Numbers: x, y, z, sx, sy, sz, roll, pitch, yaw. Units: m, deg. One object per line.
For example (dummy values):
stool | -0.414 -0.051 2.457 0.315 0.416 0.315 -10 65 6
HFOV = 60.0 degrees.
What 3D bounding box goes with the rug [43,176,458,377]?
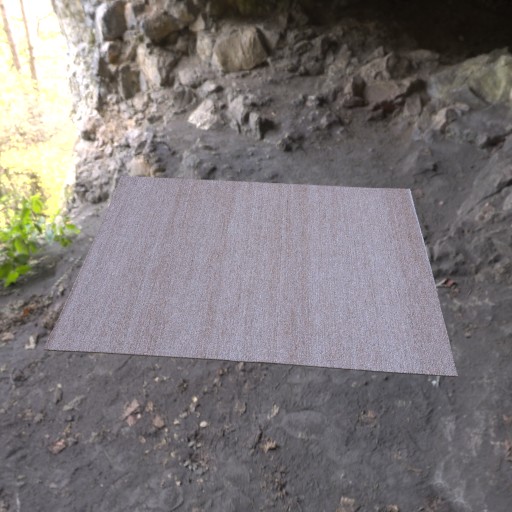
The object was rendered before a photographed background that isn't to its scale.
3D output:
rug | 0.000 0.000 2.946 2.283 0.030 1.596 3 47 3
